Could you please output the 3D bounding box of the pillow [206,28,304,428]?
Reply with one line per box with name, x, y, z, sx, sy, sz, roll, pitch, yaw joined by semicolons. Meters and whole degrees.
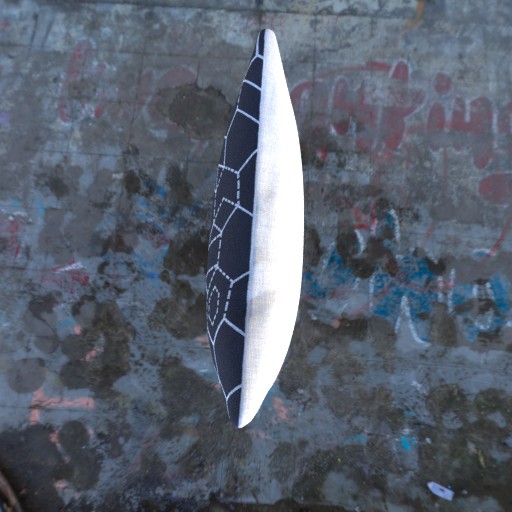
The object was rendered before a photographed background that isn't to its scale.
pillow;0.000;0.000;0.786;0.158;0.508;0.517;3;75;1
